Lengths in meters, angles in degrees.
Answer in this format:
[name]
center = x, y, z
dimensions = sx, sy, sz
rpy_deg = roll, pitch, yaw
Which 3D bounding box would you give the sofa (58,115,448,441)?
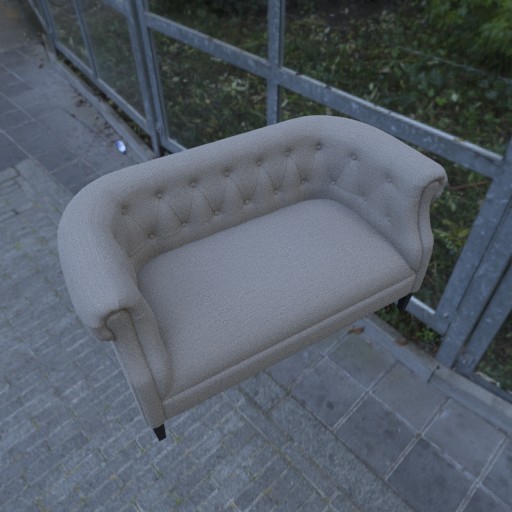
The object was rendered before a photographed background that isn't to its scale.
[sofa]
center = 0.000, 0.000, 2.025
dimensions = 1.558, 0.827, 0.835
rpy_deg = -22, 49, -21
